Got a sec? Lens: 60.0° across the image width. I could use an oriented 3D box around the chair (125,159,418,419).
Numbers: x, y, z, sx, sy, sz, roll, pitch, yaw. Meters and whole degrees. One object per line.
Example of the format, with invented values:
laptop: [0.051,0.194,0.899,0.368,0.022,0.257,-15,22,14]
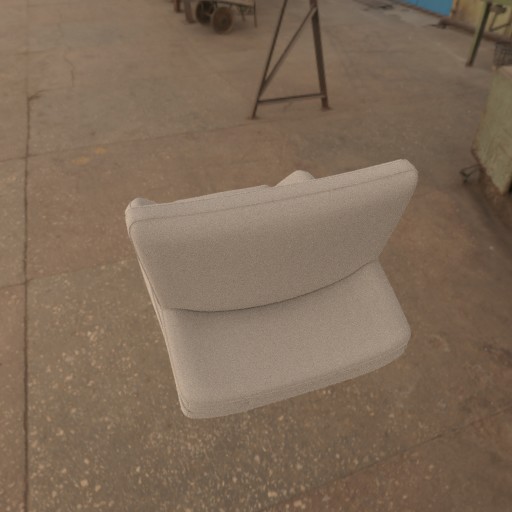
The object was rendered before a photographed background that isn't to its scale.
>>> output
chair: [0.000,0.000,1.640,0.859,0.855,1.008,-12,42,-14]
